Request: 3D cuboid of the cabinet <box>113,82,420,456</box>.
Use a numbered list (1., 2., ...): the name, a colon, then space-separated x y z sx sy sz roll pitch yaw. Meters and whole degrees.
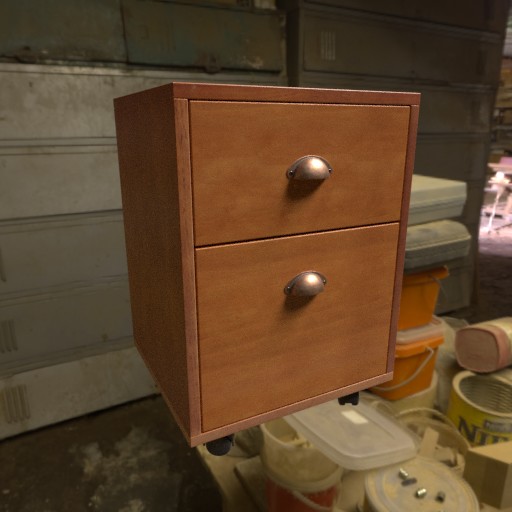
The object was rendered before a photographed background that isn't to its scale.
1. cabinet: 0.000 0.000 0.850 0.409 0.579 0.401 -8 18 -26
